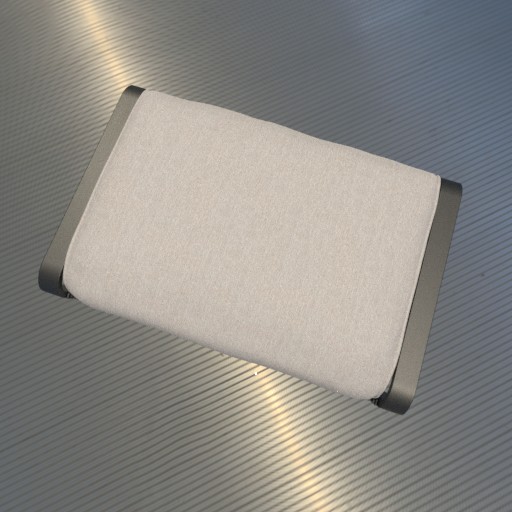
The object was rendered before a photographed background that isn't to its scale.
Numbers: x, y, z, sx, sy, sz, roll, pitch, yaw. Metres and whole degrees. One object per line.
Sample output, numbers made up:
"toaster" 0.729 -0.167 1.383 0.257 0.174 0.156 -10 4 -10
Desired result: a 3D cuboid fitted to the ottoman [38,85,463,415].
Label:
"ottoman" 0.000 0.000 0.884 0.610 0.422 0.406 18 76 5
